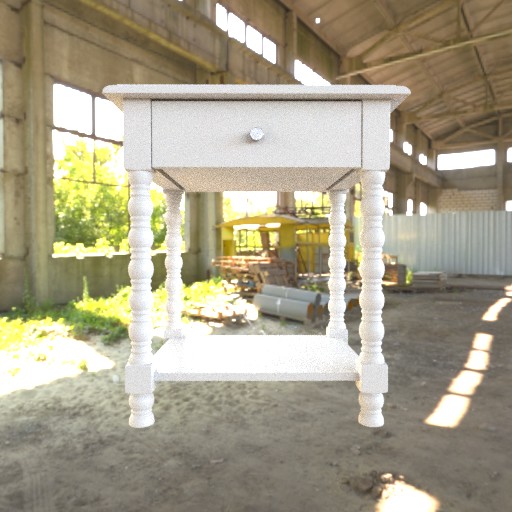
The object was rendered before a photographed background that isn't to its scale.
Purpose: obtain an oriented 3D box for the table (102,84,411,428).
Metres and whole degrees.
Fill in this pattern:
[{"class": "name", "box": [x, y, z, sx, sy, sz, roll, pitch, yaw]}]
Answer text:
[{"class": "table", "box": [0.000, 0.000, 0.855, 0.460, 0.531, 0.381, 0, 1, 0]}]
